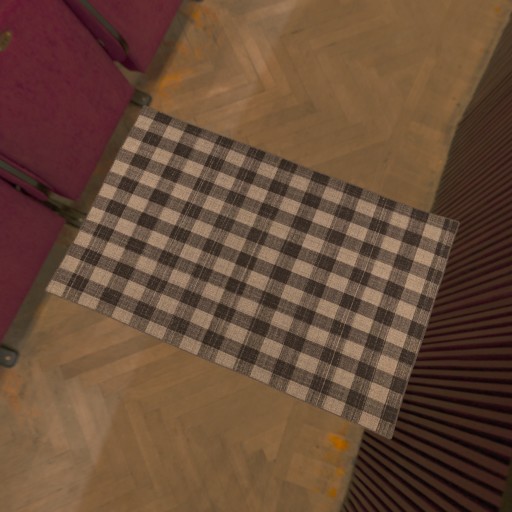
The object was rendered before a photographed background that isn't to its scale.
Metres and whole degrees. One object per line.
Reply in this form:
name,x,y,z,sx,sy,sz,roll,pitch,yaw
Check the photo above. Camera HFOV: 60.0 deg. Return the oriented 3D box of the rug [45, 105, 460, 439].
rug,0.000,0.000,3.068,2.476,0.011,1.554,22,77,5
